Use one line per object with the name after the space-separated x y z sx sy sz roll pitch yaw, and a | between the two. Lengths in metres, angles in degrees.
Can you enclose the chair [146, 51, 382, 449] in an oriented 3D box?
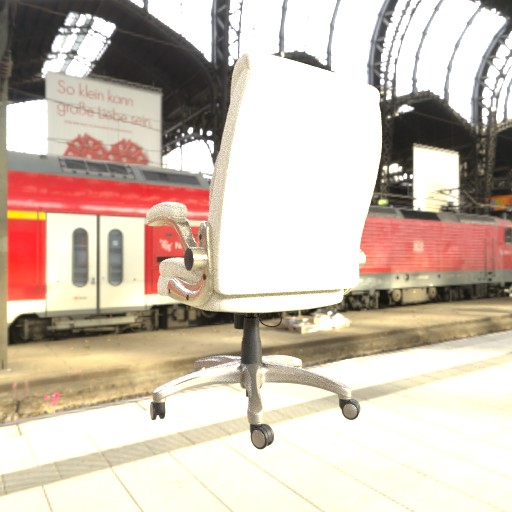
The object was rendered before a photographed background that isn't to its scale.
0.000 0.000 1.614 0.740 1.110 0.794 0 0 -36 | chair
